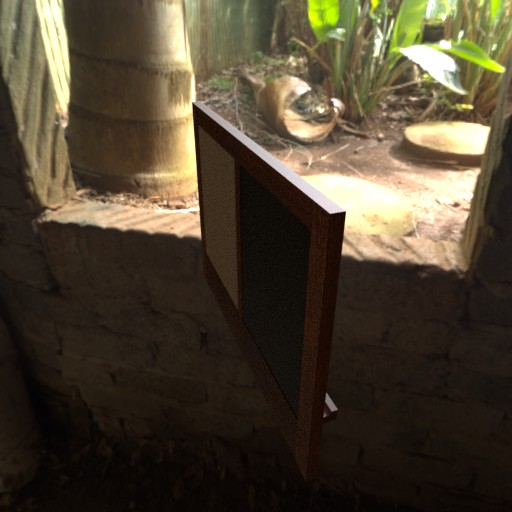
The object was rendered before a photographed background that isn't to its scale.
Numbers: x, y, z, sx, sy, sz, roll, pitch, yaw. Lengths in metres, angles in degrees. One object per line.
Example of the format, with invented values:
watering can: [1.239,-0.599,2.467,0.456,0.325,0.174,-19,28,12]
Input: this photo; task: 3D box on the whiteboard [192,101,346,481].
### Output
whiteboard: [0.000,0.000,1.022,0.083,0.553,0.768,-10,31,-17]
